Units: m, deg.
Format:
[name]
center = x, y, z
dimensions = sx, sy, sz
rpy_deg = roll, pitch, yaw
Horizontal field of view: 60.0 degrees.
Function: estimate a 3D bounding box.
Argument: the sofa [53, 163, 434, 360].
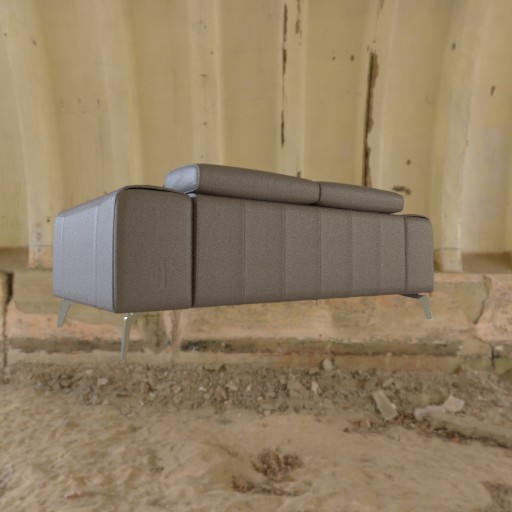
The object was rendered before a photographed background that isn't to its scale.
[sofa]
center = 0.000, 0.000, 2.489
dimensions = 1.930, 0.753, 1.024
rpy_deg = 1, -1, -36
